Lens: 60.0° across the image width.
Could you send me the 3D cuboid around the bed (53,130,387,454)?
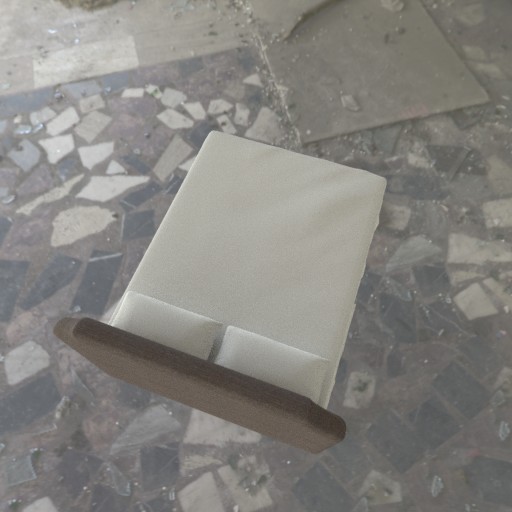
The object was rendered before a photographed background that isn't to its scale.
[{"bbox_3d":[0.000,0.000,3.182,1.693,1.290,2.116,18,64,9],"label":"bed"}]
